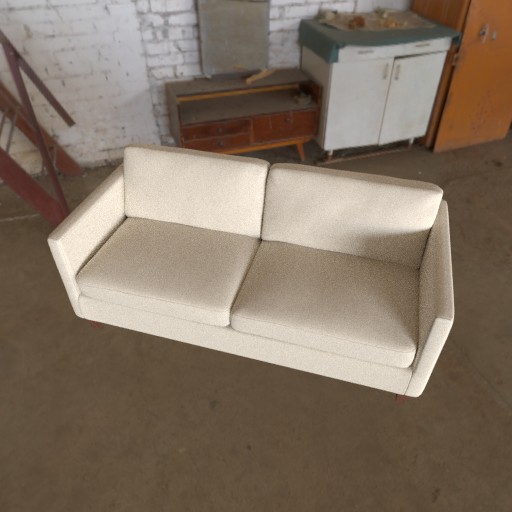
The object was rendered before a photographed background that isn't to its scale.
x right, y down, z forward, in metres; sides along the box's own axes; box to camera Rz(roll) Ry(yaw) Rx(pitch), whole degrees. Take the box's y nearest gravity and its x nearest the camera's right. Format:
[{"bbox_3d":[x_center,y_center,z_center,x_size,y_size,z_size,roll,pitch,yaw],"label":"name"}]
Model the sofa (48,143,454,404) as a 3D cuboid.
[{"bbox_3d":[0.000,0.000,2.517,1.981,0.889,0.965,11,42,12],"label":"sofa"}]
